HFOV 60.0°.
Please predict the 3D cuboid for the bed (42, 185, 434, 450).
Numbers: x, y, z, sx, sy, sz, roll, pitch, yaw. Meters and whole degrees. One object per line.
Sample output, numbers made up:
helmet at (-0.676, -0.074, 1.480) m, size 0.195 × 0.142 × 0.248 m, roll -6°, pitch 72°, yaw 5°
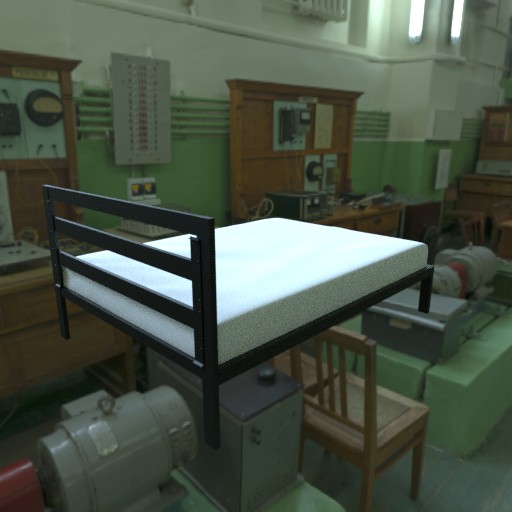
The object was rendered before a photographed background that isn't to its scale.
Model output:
bed at (0.000, 0.000, 2.914) m, size 1.524 × 0.967 × 2.062 m, roll 15°, pitch 21°, yaw 42°
